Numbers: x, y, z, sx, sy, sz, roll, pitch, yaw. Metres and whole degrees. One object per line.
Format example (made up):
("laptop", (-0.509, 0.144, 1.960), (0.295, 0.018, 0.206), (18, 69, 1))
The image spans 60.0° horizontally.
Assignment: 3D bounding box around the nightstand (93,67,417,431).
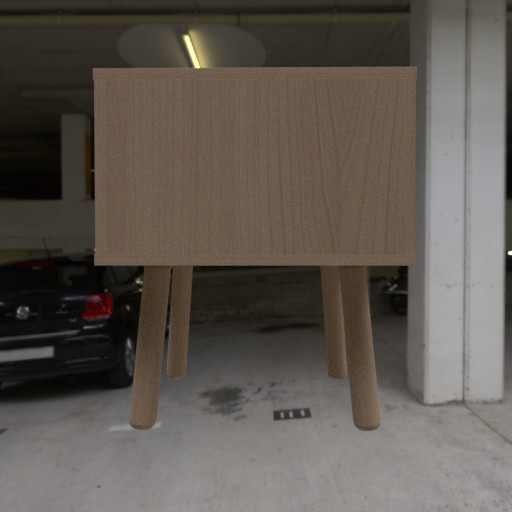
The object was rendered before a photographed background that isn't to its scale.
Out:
("nightstand", (0.000, 0.000, 0.810), (0.450, 0.530, 0.380), (0, 1, 1))
